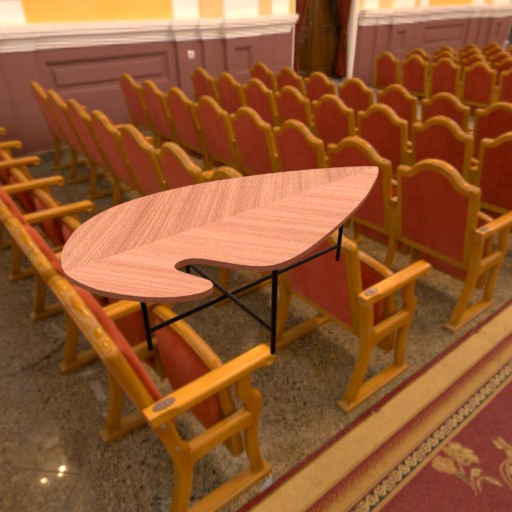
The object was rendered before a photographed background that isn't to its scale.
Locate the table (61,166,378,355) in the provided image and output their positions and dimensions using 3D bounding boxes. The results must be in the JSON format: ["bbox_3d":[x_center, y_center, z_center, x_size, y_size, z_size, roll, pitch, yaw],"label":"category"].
[{"bbox_3d":[0.000,0.000,1.499,1.199,0.360,0.598,-22,38,-32],"label":"table"}]
